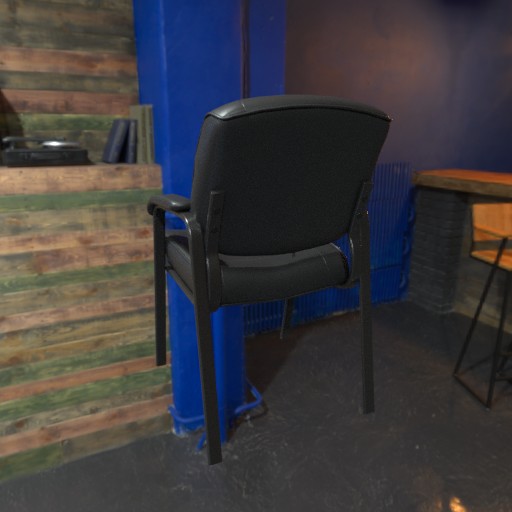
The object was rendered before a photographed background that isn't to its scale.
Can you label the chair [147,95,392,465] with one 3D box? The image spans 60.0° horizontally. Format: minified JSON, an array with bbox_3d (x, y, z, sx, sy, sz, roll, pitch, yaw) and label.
[{"bbox_3d":[0.000,0.000,1.378,0.591,0.910,0.668,-7,18,-24],"label":"chair"}]
